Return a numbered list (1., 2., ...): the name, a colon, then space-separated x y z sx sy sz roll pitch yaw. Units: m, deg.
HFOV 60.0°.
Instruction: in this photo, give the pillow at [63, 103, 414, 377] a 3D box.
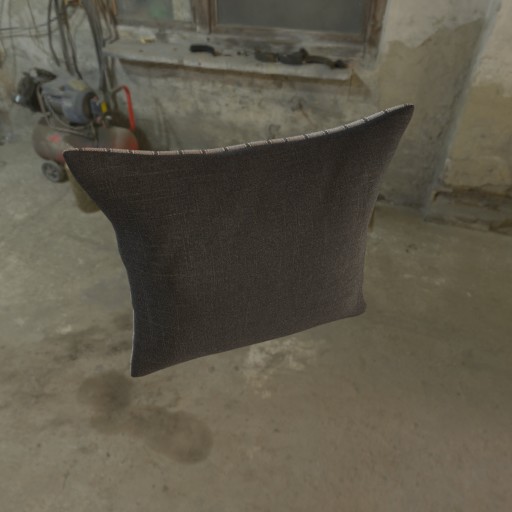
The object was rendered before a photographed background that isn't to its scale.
1. pillow: 0.000 0.000 0.699 0.468 0.444 0.138 -13 43 -14
